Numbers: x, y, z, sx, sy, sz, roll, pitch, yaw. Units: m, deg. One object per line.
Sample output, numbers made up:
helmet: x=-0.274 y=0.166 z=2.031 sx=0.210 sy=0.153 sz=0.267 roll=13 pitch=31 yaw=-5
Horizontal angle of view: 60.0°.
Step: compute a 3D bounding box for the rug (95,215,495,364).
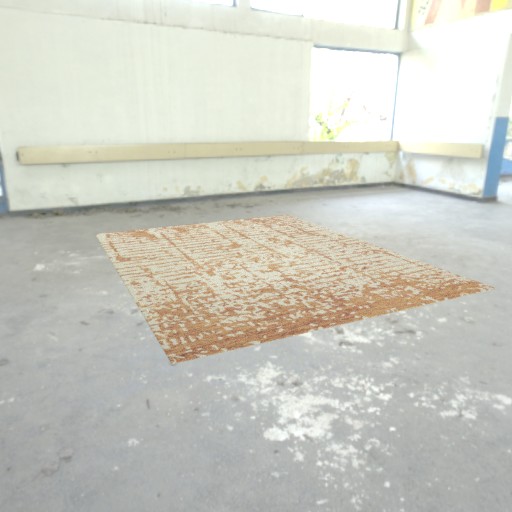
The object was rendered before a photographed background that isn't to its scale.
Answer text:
rug: x=0.000 y=0.000 z=4.065 sx=2.441 sy=0.011 sz=3.050 roll=-8 pitch=18 yaw=-25
